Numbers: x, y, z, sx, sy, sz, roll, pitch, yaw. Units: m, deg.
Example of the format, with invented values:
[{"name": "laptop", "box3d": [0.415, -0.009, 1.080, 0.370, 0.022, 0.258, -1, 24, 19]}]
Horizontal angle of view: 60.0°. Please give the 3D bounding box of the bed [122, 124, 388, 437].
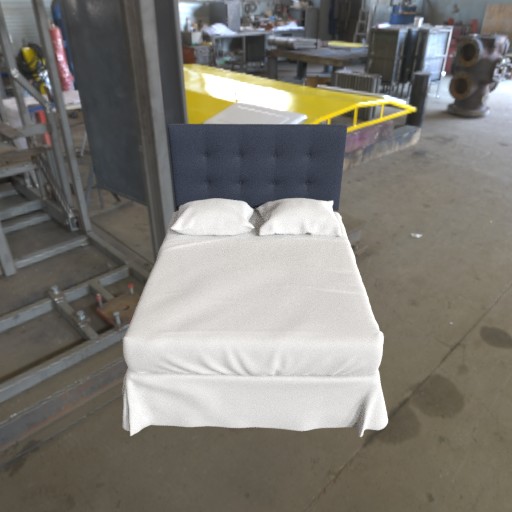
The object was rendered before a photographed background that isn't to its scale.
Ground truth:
[{"name": "bed", "box3d": [0.000, 0.000, 3.565, 1.936, 1.577, 2.222, 0, 31, 1]}]
